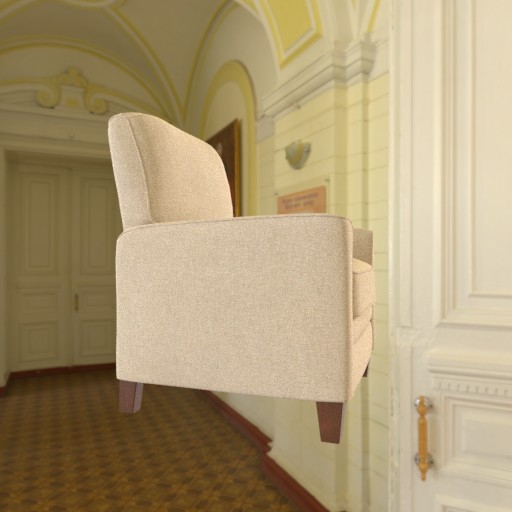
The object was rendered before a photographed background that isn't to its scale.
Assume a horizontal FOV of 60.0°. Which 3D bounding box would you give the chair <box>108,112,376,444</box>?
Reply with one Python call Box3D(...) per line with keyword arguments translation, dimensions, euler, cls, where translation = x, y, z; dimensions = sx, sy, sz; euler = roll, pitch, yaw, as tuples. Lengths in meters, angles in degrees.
Box3D(translation=(0.000, 0.000, 1.685), dimensions=(0.859, 1.023, 0.845), euler=(0, 0, 20), cls="chair")
